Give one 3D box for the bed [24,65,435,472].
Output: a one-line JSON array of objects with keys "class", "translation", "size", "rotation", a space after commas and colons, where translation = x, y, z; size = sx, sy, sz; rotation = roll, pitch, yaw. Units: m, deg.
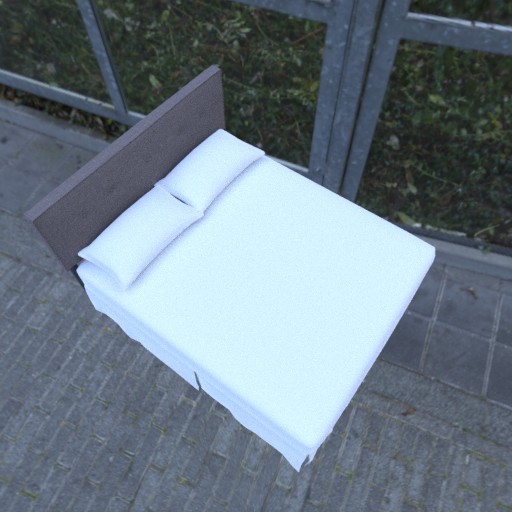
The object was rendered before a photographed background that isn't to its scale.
[{"class": "bed", "translation": [0.000, 0.000, 2.814], "size": [1.894, 1.089, 1.610], "rotation": [32, 64, 18]}]
